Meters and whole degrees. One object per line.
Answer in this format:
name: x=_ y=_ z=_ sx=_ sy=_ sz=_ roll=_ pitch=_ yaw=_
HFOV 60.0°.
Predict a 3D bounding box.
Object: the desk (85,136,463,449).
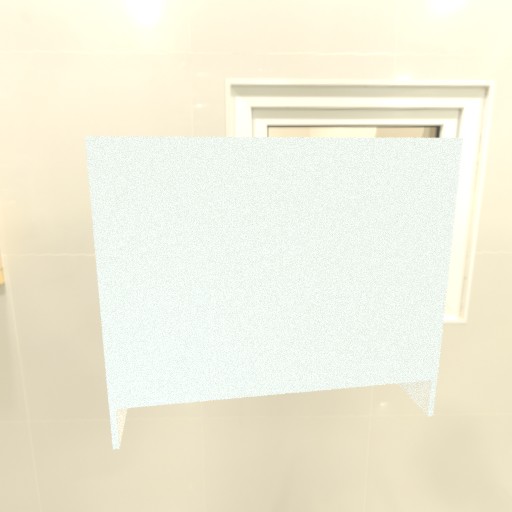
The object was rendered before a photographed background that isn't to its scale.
desk: x=0.000 y=0.000 z=1.619 sx=0.940 sy=0.818 sz=0.926 roll=-2 pitch=14 yaw=-9
